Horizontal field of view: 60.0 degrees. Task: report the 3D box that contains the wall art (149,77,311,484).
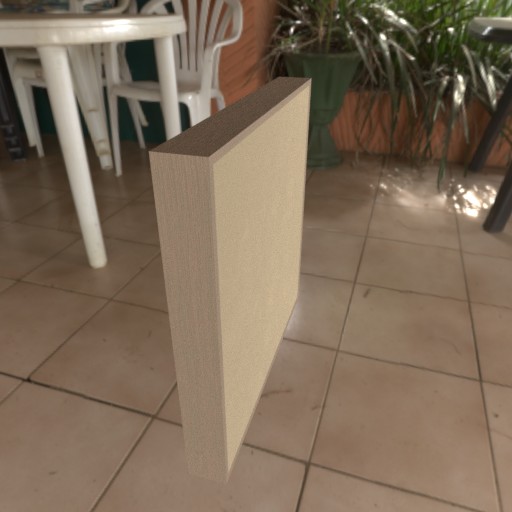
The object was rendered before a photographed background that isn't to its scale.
[{"bbox_3d":[0.000,0.000,0.456,0.038,0.303,0.304,9,31,15],"label":"wall art"}]
